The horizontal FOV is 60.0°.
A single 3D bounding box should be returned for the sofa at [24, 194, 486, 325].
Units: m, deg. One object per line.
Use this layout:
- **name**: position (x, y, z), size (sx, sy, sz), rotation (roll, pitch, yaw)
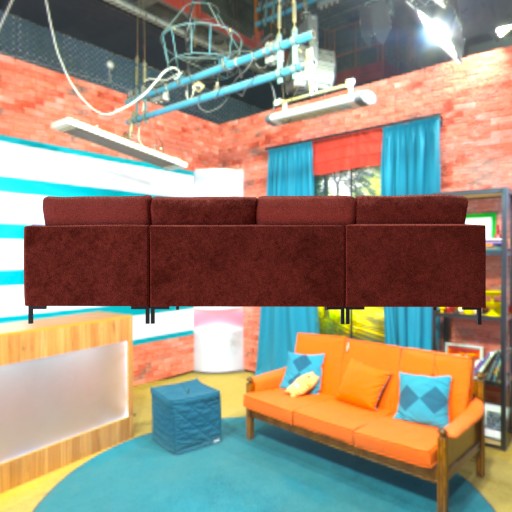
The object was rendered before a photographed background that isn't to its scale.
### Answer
- **sofa**: position (0.000, 0.000, 4.266), size (3.434, 0.992, 2.055), rotation (0, 0, 1)
